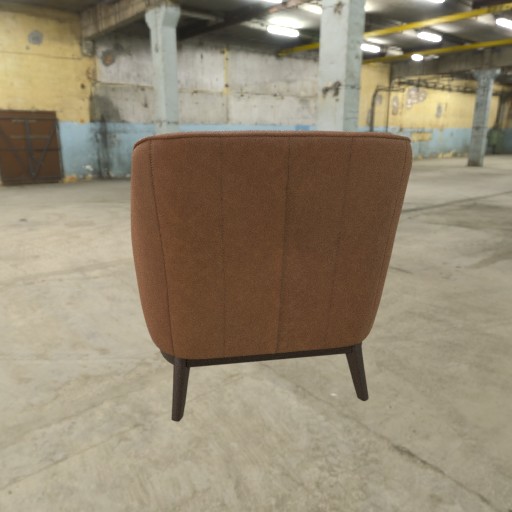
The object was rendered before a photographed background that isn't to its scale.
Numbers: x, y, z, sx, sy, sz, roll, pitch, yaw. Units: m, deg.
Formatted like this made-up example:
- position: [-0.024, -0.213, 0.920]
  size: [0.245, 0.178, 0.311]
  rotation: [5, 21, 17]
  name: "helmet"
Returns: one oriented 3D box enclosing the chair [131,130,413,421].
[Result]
- position: [0.000, 0.000, 1.554]
  size: [0.871, 0.830, 0.852]
  rotation: [-3, 15, -10]
  name: "chair"
